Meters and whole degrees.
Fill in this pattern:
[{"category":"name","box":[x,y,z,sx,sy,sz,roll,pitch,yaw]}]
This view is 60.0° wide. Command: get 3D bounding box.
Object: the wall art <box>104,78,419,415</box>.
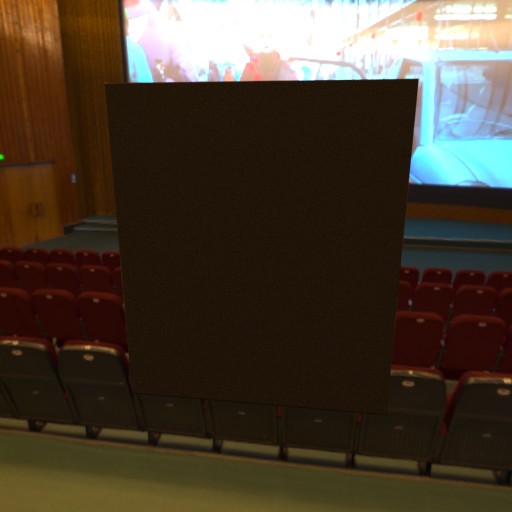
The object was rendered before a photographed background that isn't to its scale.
[{"category":"wall art","box":[0.000,0.000,0.696,0.435,0.511,0.037,2,16,8]}]
